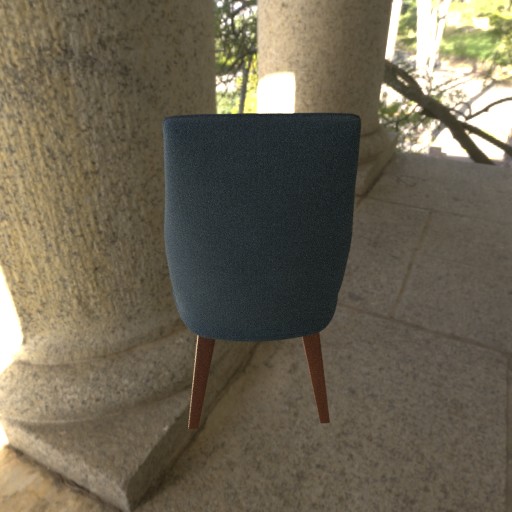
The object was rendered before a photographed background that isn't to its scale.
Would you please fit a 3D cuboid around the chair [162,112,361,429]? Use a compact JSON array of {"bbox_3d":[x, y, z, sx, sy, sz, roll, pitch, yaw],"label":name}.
[{"bbox_3d":[0.000,0.000,1.278,0.500,0.930,0.620,-1,31,-2],"label":"chair"}]
